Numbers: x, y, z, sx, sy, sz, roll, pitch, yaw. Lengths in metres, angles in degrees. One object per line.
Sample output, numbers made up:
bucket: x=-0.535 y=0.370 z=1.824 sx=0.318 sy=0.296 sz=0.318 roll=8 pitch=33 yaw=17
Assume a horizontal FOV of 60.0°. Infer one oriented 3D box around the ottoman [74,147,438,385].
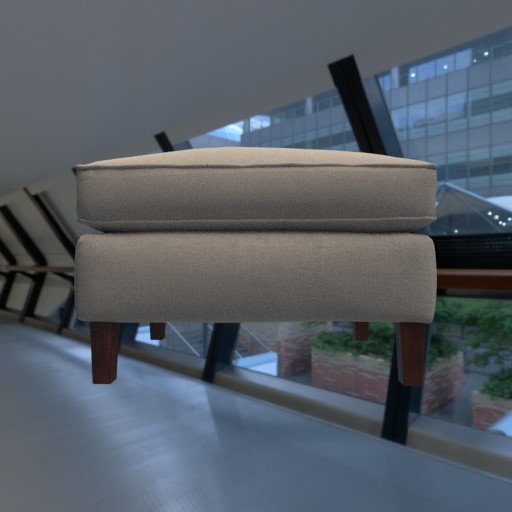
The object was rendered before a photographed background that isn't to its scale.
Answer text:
ottoman: x=0.000 y=0.000 z=1.005 sx=0.665 sy=0.456 sz=0.501 roll=0 pitch=0 yaw=1
